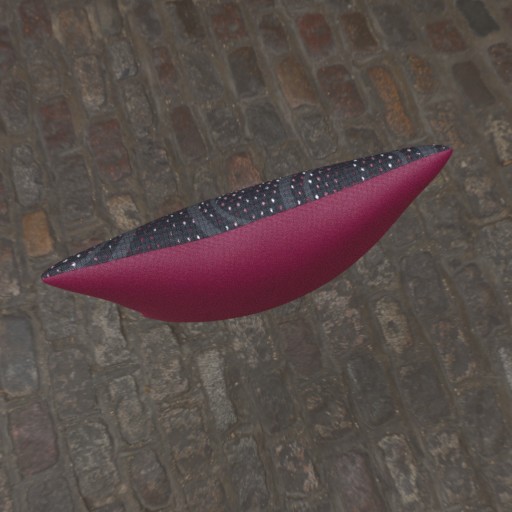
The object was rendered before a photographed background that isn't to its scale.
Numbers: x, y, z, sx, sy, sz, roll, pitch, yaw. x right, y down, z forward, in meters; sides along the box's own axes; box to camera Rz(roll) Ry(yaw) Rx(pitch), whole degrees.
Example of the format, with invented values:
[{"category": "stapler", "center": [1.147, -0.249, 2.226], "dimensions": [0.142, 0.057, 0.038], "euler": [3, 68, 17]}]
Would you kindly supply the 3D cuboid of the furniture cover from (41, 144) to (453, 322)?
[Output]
[{"category": "furniture cover", "center": [0.000, 0.000, 0.803], "dimensions": [0.552, 0.509, 0.193], "euler": [-18, 78, -4]}]
